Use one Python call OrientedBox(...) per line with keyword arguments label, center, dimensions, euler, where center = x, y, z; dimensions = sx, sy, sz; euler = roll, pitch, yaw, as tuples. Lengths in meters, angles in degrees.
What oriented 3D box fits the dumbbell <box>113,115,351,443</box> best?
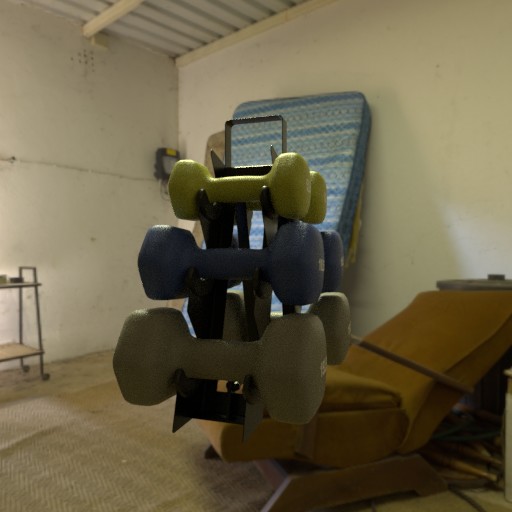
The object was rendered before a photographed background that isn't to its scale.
OrientedBox(label="dumbbell", center=(0.000, 0.000, 0.696), dimensions=(0.261, 0.426, 0.416), euler=(0, 1, 18))
